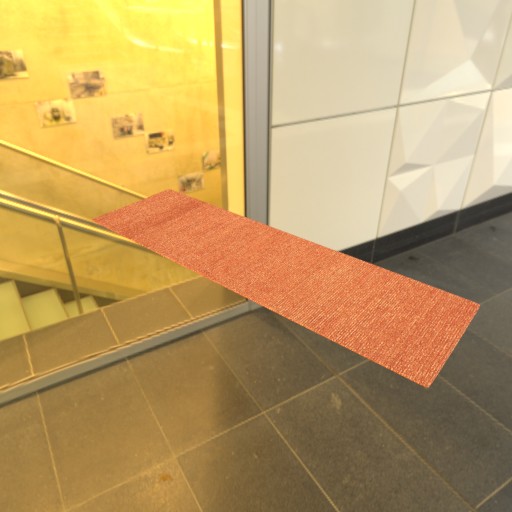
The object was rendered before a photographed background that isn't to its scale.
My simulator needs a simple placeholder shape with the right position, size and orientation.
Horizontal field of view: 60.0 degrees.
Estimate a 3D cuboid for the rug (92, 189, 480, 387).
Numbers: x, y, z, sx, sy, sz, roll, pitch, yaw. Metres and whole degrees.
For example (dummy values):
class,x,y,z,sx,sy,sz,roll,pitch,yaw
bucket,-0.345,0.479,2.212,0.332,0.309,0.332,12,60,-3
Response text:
class,x,y,z,sx,sy,sz,roll,pitch,yaw
rug,0.000,0.000,2.584,2.307,0.012,0.687,23,38,33
